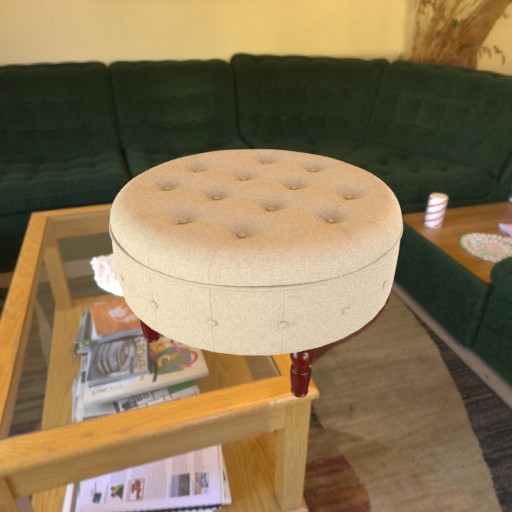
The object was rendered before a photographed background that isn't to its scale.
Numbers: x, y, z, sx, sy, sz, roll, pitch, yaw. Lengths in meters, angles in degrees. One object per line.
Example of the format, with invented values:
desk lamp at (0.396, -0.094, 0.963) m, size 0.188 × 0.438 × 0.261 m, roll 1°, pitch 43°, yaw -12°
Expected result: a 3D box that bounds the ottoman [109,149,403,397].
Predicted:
ottoman at (0.000, 0.000, 1.412) m, size 0.849 × 0.478 × 0.849 m, roll 0°, pitch 30°, yaw 0°
